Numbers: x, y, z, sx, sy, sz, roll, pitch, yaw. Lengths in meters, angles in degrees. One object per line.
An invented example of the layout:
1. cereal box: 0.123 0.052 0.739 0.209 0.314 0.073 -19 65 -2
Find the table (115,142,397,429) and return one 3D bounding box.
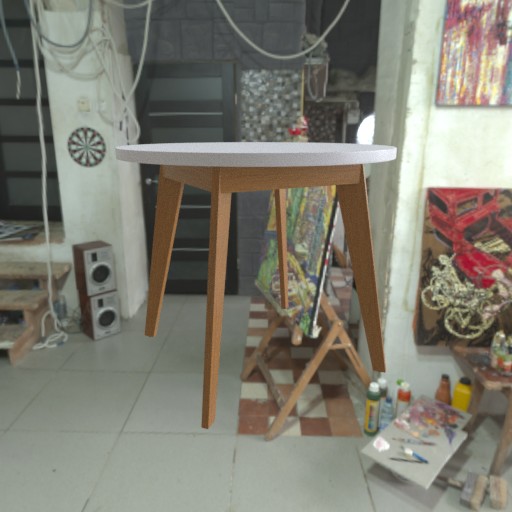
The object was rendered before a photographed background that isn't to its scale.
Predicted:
1. table: 0.000 0.000 1.579 0.896 0.762 0.896 0 16 0
